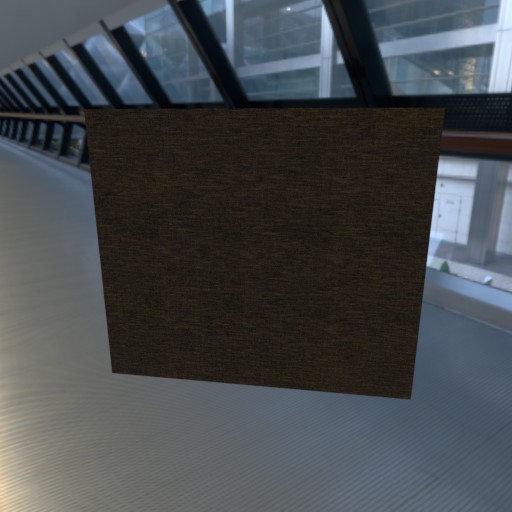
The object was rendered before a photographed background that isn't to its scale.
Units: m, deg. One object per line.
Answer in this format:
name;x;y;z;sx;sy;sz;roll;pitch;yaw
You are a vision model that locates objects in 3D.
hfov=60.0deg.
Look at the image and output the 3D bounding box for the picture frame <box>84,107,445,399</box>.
picture frame;0.000;0.000;0.524;0.378;0.330;0.033;3;17;8
